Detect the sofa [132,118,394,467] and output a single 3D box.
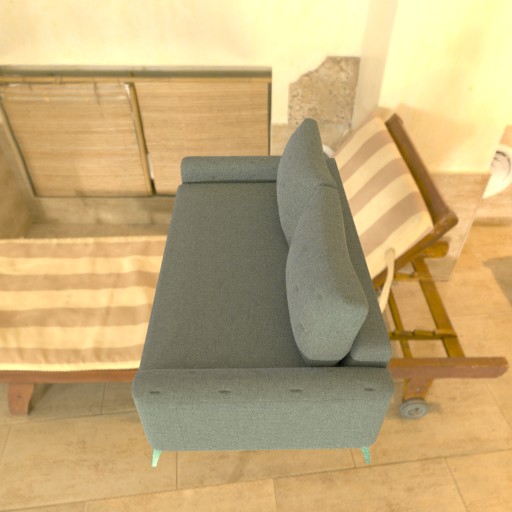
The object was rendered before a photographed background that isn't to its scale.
[{"bbox_3d":[0.000,0.000,2.126,0.920,0.790,1.650,-1,41,-1],"label":"sofa"}]
